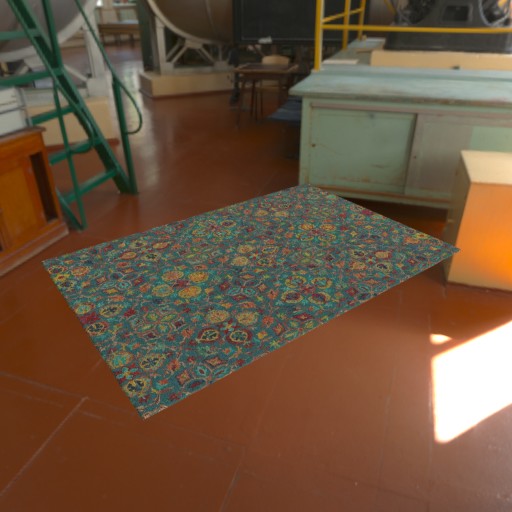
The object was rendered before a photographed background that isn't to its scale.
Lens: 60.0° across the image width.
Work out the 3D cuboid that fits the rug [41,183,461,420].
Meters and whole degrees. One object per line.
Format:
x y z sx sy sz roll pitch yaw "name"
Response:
0.000 0.000 2.894 2.290 0.016 1.527 -21 36 -31 "rug"
